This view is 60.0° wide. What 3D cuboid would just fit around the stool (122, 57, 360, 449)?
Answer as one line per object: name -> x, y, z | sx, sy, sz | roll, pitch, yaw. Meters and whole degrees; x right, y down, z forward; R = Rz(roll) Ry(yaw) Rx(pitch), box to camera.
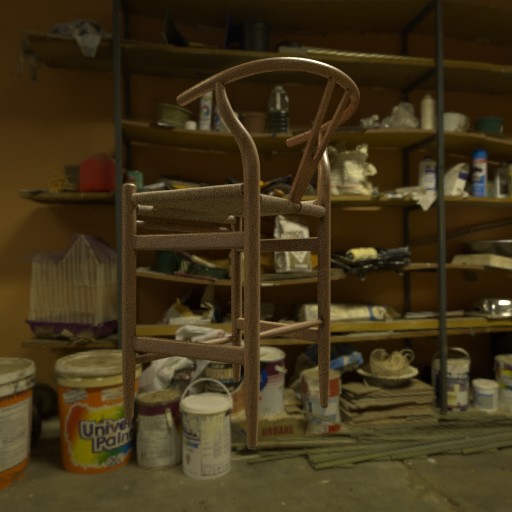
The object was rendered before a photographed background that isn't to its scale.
stool -> 0.000, 0.000, 1.285 | 0.575, 0.923, 0.536 | 0, 0, 37
